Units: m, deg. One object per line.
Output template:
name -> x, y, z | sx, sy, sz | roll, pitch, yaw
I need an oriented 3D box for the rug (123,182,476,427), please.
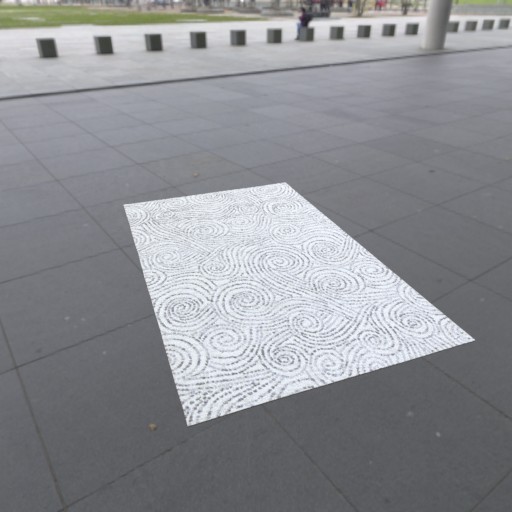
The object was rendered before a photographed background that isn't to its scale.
rug -> 0.000, 0.000, 3.052 | 1.524, 0.005, 2.439 | -11, 32, -18
